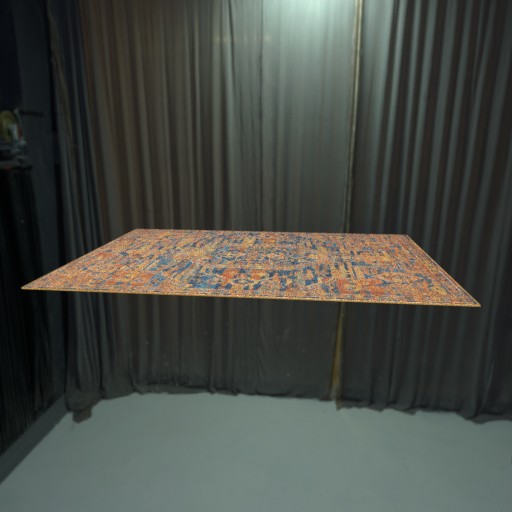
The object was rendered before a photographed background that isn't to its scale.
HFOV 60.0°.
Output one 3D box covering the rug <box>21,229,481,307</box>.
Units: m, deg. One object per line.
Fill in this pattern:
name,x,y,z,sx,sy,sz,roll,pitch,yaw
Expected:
rug,0.000,0.000,3.764,2.916,0.019,2.043,2,15,6
